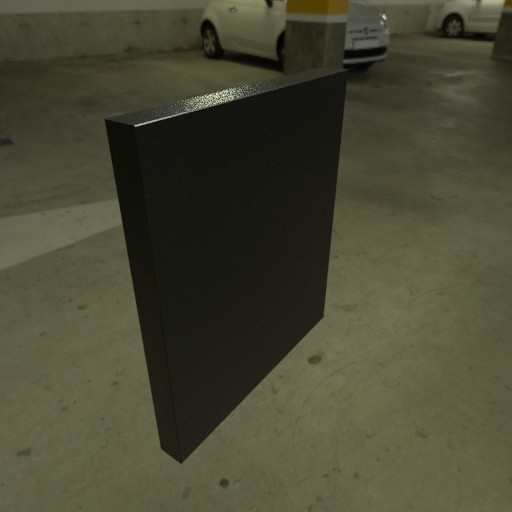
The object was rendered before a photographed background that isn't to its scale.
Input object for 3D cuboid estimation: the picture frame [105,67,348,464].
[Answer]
[{"bbox_3d":[0.000,0.000,0.526,0.034,0.378,0.328,21,36,31],"label":"picture frame"}]
